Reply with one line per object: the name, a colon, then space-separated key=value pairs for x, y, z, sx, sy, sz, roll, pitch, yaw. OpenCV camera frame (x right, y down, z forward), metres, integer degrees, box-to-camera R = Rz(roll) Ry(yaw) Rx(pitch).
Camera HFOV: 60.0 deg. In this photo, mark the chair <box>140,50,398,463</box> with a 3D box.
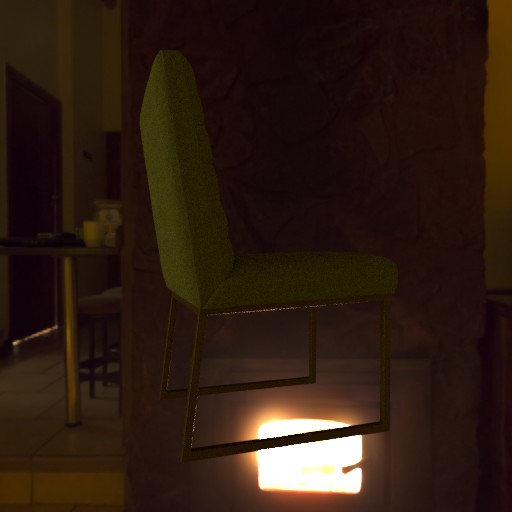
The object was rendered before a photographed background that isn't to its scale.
chair: x=0.000 y=0.000 z=1.298 sx=0.634 sy=0.930 sz=0.520 roll=0 pitch=1 yaw=-18
